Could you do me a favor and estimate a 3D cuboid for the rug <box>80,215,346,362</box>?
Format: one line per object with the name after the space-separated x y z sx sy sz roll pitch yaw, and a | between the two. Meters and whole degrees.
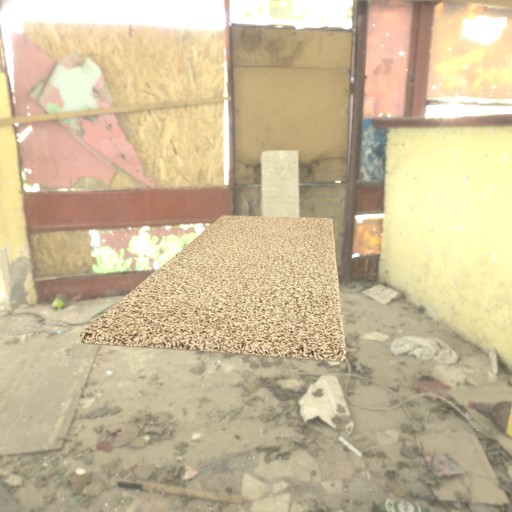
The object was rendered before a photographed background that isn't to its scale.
0.000 0.000 1.707 0.609 0.030 1.524 2 16 8 | rug
